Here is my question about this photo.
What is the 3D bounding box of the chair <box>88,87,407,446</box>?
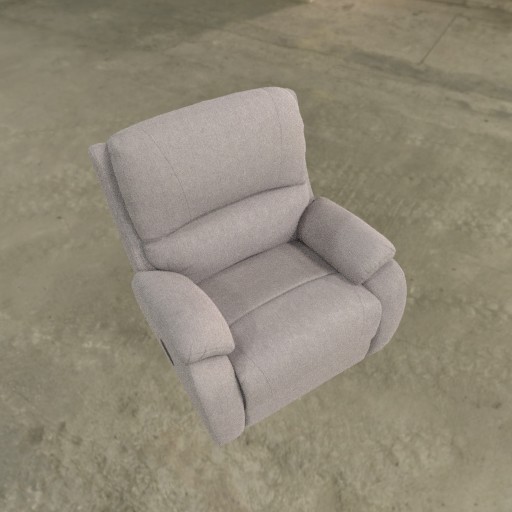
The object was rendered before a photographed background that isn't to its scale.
[{"bbox_3d":[0.000,0.000,1.751,0.930,1.011,0.899,-24,51,-21],"label":"chair"}]
